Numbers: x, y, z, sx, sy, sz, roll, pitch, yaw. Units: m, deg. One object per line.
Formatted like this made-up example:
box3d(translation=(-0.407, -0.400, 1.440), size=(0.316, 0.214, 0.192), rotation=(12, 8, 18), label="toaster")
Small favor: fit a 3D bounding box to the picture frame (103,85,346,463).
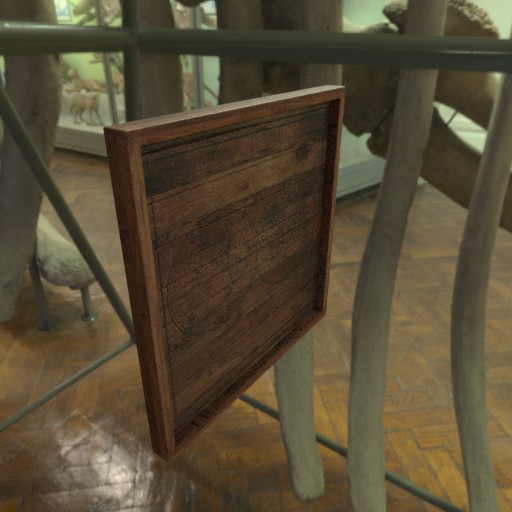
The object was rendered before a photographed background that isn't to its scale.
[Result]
box3d(translation=(0.000, 0.000, 0.534), size=(0.028, 0.356, 0.352), rotation=(19, 32, 32), label="picture frame")
